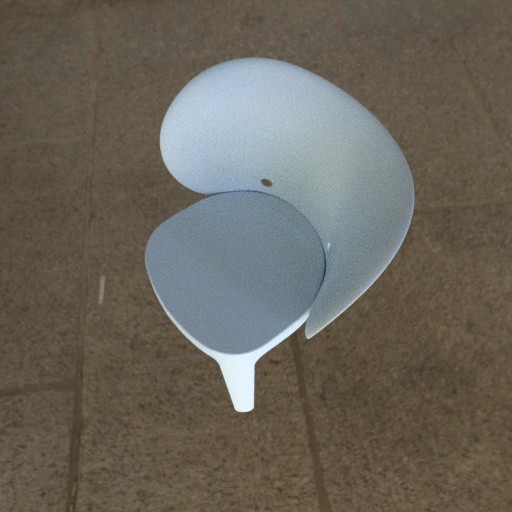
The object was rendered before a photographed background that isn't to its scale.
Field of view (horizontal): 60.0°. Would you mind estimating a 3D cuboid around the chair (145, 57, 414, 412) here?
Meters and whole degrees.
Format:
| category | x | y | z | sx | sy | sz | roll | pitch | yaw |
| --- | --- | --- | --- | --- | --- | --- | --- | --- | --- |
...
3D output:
| category | x | y | z | sx | sy | sz | roll | pitch | yaw |
| --- | --- | --- | --- | --- | --- | --- | --- | --- | --- |
| chair | 0.000 | 0.000 | 0.861 | 0.402 | 0.554 | 0.451 | -33 | 67 | -16 |
